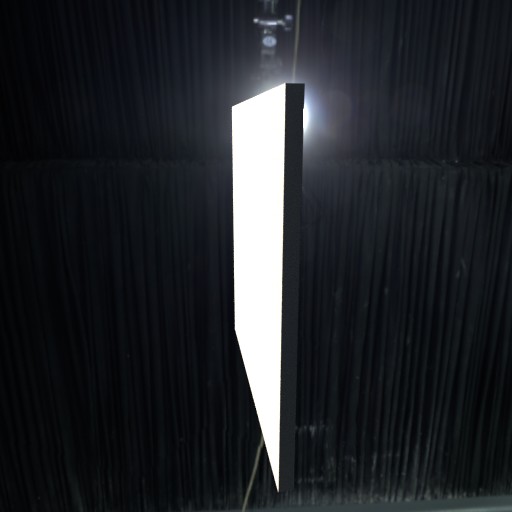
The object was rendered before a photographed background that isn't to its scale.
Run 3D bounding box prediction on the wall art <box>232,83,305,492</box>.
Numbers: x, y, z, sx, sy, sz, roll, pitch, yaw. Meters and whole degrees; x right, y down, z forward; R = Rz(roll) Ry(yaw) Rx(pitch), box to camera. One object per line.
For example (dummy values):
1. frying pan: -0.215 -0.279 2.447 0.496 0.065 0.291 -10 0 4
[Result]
1. wall art: 0.000 0.000 1.160 0.031 0.775 0.773 -3 16 -9
